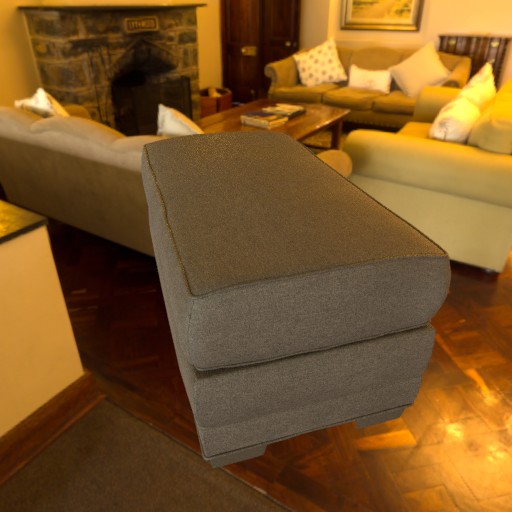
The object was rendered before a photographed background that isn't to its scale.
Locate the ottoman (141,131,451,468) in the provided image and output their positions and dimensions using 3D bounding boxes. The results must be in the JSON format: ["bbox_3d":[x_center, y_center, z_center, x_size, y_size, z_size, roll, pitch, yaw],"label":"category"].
[{"bbox_3d":[0.000,0.000,1.134,0.490,0.448,0.864,-9,31,-15],"label":"ottoman"}]
